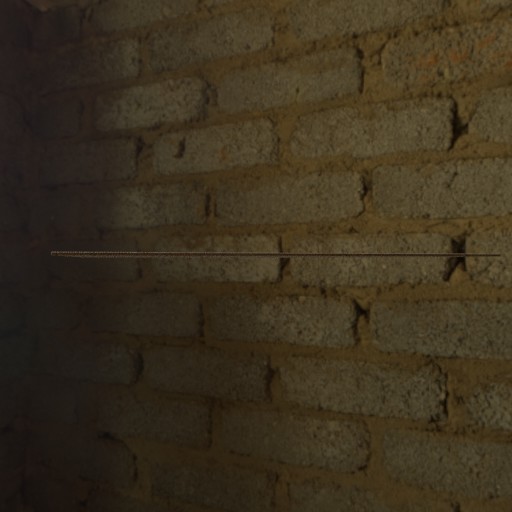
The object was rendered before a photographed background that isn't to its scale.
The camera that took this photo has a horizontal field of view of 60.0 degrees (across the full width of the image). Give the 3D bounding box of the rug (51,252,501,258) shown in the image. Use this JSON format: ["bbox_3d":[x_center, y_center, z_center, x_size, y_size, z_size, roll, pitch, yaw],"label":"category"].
[{"bbox_3d":[0.000,0.000,3.982,3.039,0.019,2.420,0,0,-17],"label":"rug"}]
